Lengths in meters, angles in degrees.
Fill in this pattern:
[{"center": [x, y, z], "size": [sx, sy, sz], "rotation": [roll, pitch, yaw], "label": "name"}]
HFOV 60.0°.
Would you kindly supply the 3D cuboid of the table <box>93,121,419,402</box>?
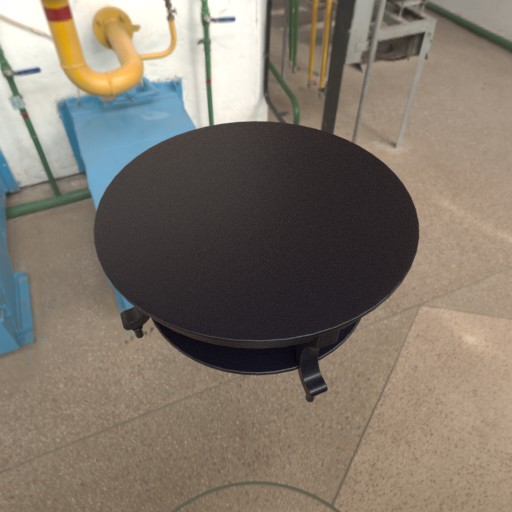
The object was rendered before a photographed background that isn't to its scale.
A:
[{"center": [0.000, 0.000, 1.612], "size": [1.029, 0.491, 1.029], "rotation": [0, 47, 0], "label": "table"}]
